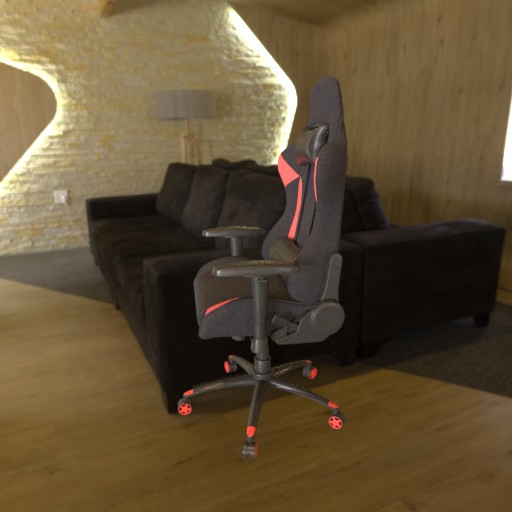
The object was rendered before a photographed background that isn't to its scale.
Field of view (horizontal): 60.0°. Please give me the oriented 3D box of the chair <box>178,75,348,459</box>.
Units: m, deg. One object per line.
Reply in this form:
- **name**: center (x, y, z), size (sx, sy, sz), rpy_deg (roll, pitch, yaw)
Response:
- **chair**: center (0.000, 0.000, 1.741), size (0.658, 1.326, 0.695), rpy_deg (-2, 14, -9)
